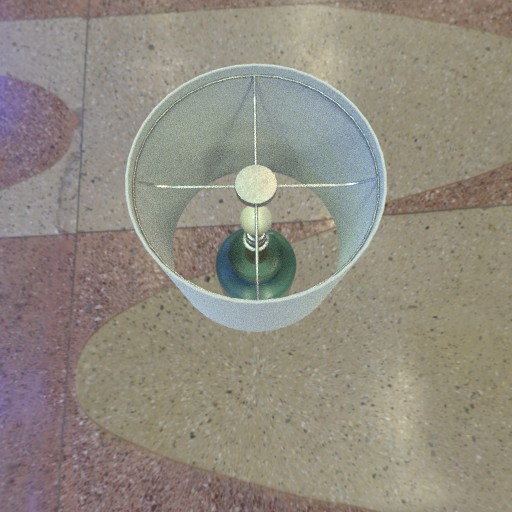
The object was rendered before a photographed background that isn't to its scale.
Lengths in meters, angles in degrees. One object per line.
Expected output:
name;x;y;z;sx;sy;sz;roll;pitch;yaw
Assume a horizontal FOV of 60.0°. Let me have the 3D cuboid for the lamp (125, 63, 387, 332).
lamp;0.000;0.000;0.596;0.212;0.493;0.212;-1;74;0
